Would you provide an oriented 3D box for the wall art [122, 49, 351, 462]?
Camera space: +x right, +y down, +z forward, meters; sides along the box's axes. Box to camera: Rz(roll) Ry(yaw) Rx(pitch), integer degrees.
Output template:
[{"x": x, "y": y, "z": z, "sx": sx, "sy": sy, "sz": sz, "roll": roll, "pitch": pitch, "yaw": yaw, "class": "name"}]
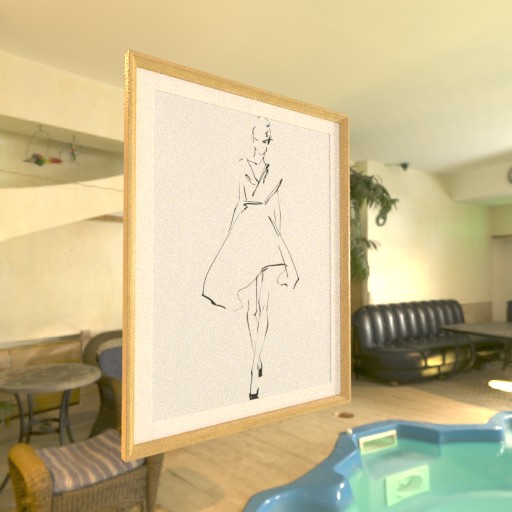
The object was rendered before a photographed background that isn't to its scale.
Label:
[{"x": 0.000, "y": 0.000, "z": 1.324, "sx": 0.798, "sy": 1.002, "sz": 0.030, "roll": 1, "pitch": -2, "yaw": -37, "class": "wall art"}]
